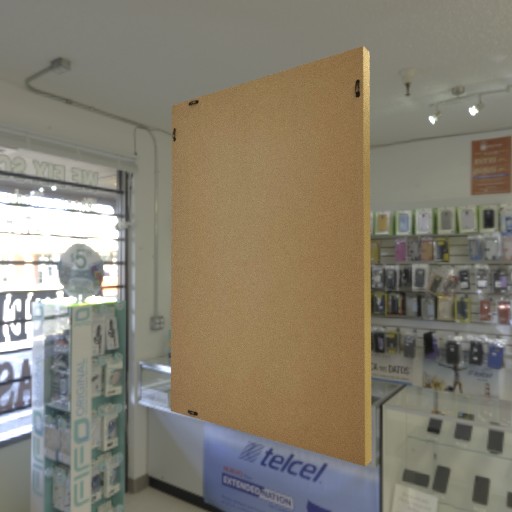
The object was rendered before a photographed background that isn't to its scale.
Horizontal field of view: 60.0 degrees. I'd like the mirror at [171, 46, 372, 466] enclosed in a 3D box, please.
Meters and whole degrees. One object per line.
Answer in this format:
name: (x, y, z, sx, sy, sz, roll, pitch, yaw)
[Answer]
mirror: (0.000, 0.000, 1.157, 0.609, 0.915, 0.040, -1, -1, 37)
